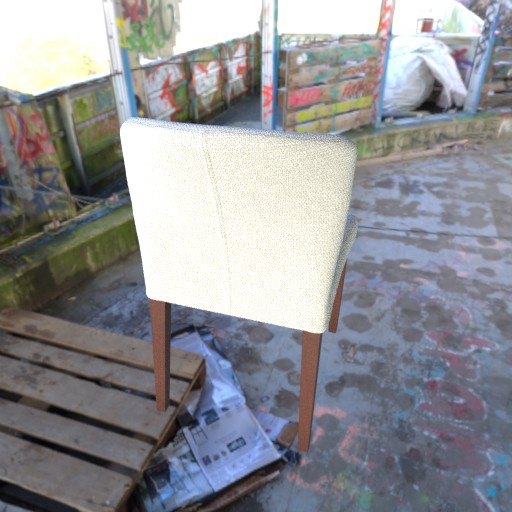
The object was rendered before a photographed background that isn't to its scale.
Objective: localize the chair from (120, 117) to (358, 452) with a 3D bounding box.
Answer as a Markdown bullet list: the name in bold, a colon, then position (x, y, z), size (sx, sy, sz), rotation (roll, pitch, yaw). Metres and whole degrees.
- **chair**: position (0.000, 0.000, 1.196), size (0.491, 0.839, 0.589), rotation (10, 33, 15)
